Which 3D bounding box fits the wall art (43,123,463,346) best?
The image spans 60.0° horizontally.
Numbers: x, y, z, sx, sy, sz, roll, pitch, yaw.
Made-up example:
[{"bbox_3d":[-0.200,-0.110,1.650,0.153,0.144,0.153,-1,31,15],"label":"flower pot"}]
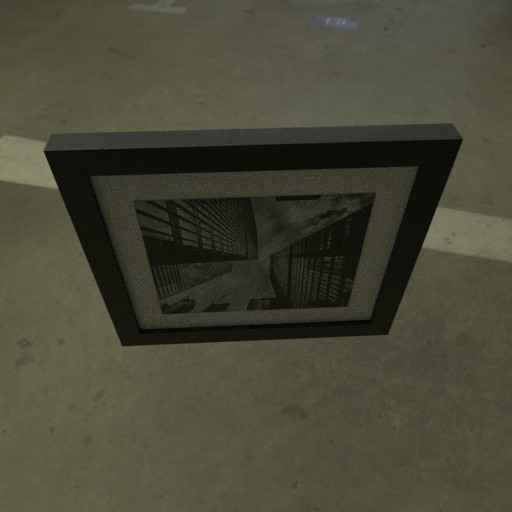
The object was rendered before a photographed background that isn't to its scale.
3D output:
[{"bbox_3d":[0.000,0.000,0.527,0.381,0.321,0.028,-2,46,-2],"label":"wall art"}]
